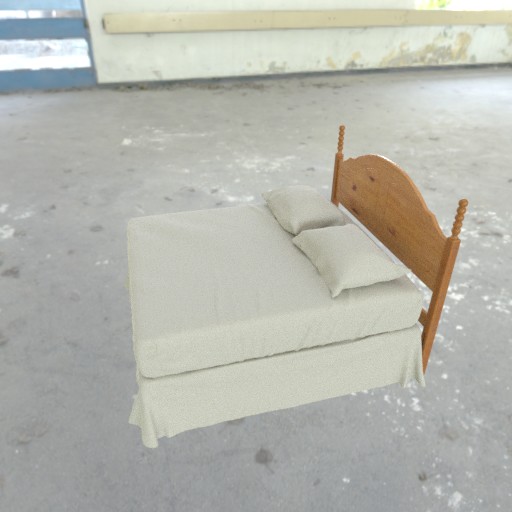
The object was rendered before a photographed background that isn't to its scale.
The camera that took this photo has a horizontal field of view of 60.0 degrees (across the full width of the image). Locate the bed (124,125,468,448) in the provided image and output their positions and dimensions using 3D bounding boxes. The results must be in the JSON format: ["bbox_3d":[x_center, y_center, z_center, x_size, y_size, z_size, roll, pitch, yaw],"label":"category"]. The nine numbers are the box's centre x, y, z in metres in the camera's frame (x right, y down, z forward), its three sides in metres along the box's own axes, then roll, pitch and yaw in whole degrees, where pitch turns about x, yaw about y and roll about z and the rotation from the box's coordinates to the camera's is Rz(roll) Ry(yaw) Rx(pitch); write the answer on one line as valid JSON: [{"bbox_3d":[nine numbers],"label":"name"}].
[{"bbox_3d":[0.000,0.000,3.245,2.040,1.356,1.873,-8,32,-13],"label":"bed"}]
